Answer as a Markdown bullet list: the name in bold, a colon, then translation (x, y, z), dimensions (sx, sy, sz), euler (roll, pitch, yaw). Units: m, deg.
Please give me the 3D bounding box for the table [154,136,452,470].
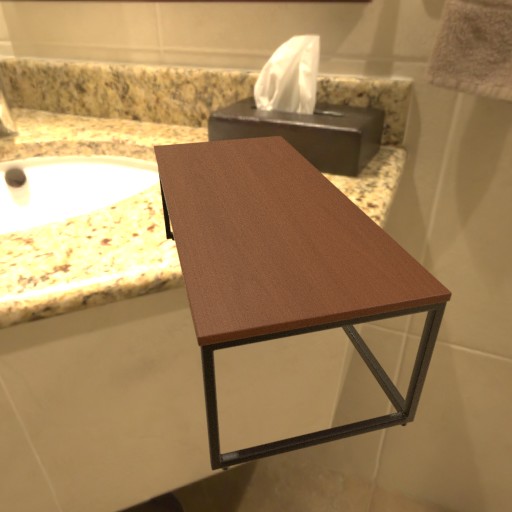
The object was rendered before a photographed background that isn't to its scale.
- **table**: translation (0.000, 0.000, 1.367), dimensions (0.500, 0.400, 1.100), euler (-8, 32, -13)
